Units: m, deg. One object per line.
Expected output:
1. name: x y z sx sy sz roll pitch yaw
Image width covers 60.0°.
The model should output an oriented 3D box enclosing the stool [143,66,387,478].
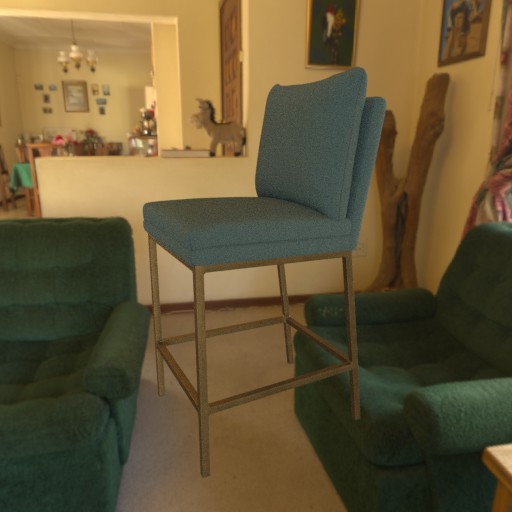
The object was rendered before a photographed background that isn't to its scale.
1. stool: 0.000 0.000 1.334 0.568 1.032 0.463 -8 17 -26
